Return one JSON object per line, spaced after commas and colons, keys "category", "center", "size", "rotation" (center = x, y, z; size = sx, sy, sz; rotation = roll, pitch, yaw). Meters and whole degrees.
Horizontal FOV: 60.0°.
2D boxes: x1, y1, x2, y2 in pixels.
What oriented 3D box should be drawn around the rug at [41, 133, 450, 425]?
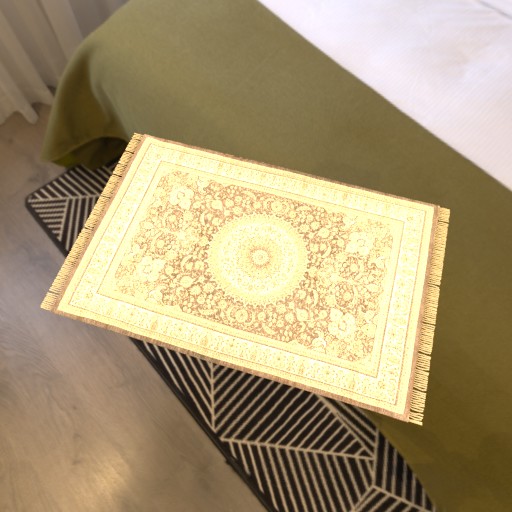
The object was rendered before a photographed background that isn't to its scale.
{"category": "rug", "center": [0.000, 0.000, 4.210], "size": [3.422, 0.015, 2.143], "rotation": [15, 65, 7]}
